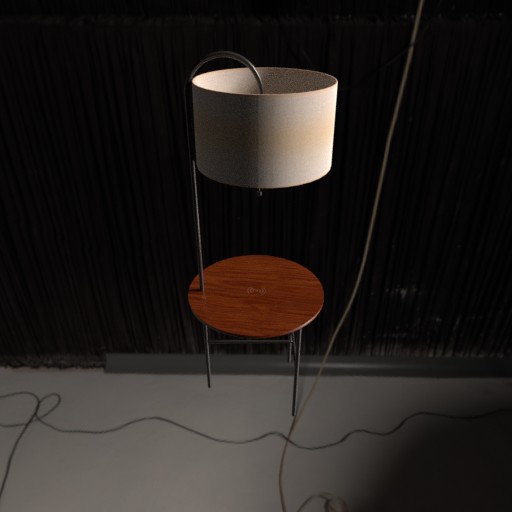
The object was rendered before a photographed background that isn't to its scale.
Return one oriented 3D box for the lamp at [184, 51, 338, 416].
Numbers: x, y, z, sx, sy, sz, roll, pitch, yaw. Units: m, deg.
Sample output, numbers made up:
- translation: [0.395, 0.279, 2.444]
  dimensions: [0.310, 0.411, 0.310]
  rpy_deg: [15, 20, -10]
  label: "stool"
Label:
- translation: [0.000, 0.000, 1.795]
  dimensions: [0.573, 1.517, 0.573]
  rpy_deg: [0, 32, 0]
  label: "lamp"
